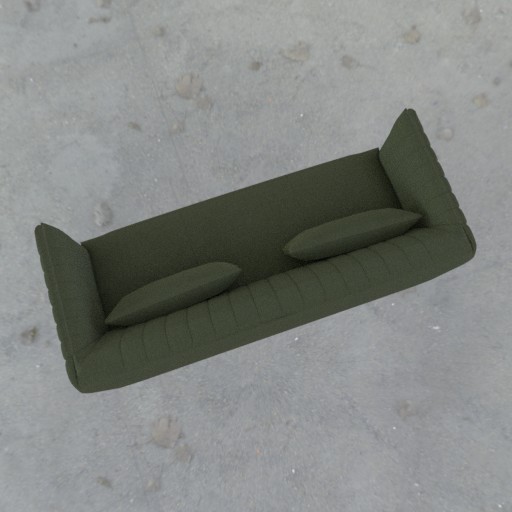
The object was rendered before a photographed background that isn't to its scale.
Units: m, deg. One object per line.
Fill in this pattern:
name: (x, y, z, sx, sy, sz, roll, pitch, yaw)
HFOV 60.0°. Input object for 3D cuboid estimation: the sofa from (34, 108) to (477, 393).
sofa: (0.000, 0.000, 2.545, 2.137, 0.793, 0.896, -18, 77, -4)
